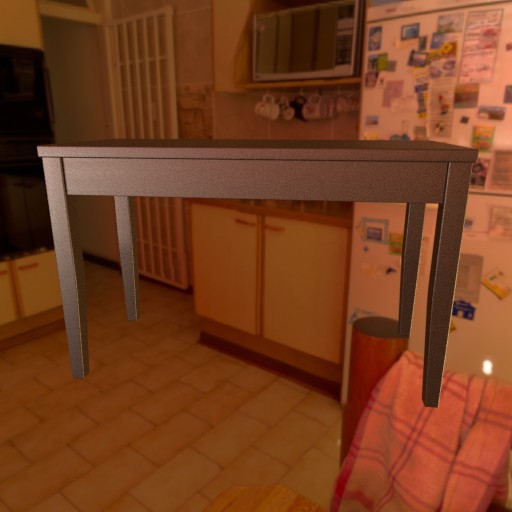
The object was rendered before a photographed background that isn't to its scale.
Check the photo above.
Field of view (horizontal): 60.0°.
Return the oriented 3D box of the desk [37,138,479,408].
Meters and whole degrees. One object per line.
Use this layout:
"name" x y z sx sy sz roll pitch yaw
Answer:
"desk" 0.000 0.000 1.562 1.220 0.775 0.508 2 17 8
